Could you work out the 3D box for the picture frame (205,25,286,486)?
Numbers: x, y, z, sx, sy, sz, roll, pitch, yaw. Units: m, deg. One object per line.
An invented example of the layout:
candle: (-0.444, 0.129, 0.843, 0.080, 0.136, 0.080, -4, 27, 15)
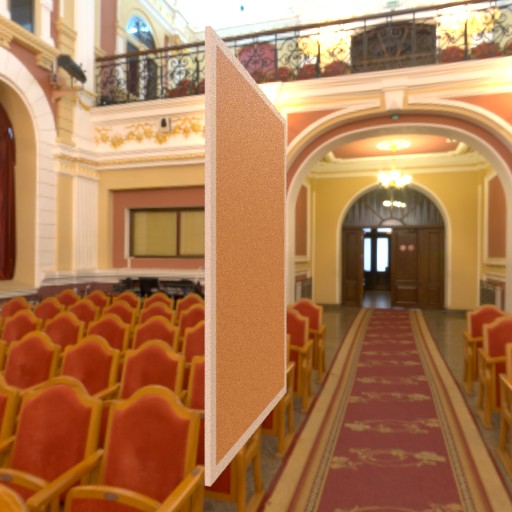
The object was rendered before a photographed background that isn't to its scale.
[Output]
picture frame: (0.000, 0.000, 1.219, 0.013, 0.940, 0.659, 0, 0, 17)
